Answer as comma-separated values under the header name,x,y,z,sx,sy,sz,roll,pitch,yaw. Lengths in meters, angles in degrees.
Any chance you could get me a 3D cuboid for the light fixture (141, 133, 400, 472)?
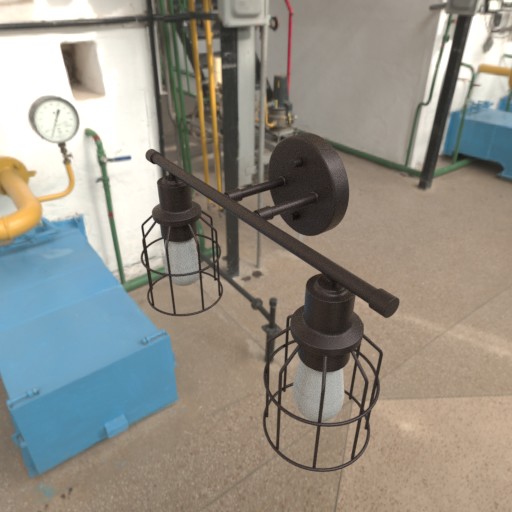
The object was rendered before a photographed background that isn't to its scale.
name,x,y,z,sx,sy,sz,roll,pitch,yaw
light fixture,0.000,0.000,0.513,0.165,0.254,0.406,-22,38,-30
